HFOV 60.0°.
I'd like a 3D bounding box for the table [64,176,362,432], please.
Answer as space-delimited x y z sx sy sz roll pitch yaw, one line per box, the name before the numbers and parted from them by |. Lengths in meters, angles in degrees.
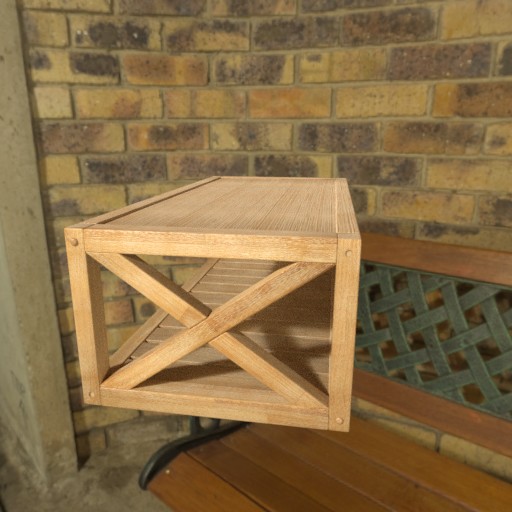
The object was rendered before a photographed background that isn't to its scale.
table | 0.000 0.000 1.631 0.660 0.457 1.321 3 16 9
